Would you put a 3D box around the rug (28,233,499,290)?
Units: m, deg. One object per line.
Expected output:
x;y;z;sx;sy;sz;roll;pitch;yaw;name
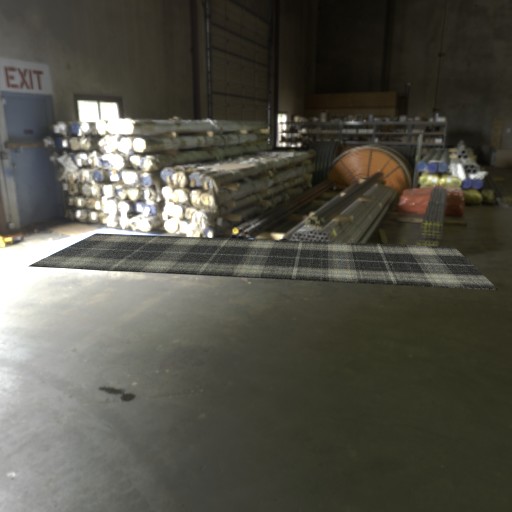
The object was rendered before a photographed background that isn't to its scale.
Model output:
0.000;0.000;2.624;2.434;0.012;0.760;2;17;8;rug
